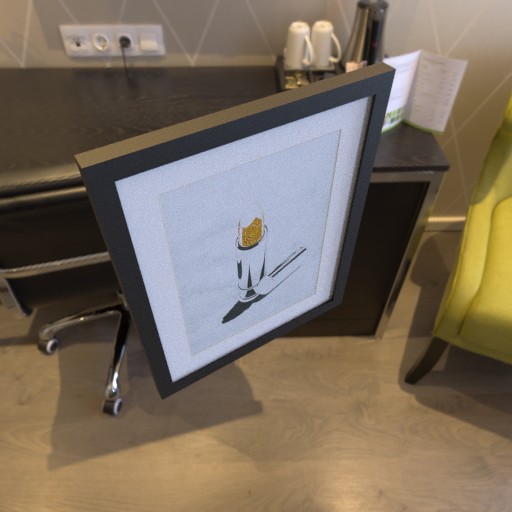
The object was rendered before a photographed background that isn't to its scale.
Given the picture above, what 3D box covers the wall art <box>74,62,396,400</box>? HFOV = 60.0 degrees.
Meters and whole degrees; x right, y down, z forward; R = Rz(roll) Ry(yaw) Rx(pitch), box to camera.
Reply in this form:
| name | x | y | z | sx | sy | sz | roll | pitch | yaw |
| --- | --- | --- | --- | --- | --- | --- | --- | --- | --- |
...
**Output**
| name | x | y | z | sx | sy | sz | roll | pitch | yaw |
| --- | --- | --- | --- | --- | --- | --- | --- | --- | --- |
| wall art | 0.000 | 0.000 | 0.769 | 0.457 | 0.559 | 0.029 | -24 | 52 | -21 |
